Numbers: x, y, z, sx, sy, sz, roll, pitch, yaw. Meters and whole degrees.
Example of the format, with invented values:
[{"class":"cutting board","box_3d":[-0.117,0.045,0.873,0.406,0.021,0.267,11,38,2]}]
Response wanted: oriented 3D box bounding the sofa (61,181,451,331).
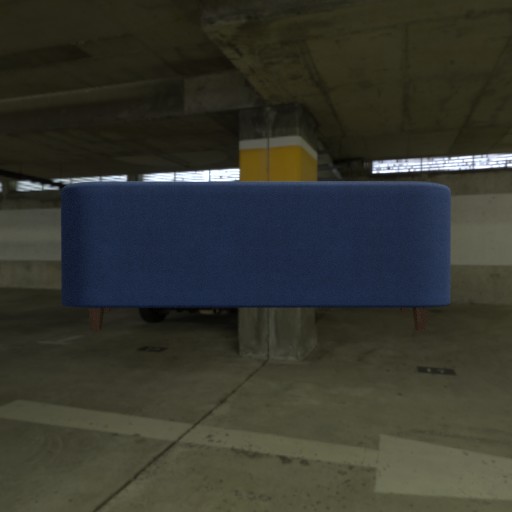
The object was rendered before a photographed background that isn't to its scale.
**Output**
[{"class":"sofa","box_3d":[0.000,0.000,2.733,2.235,0.787,0.914,0,1,0]}]
